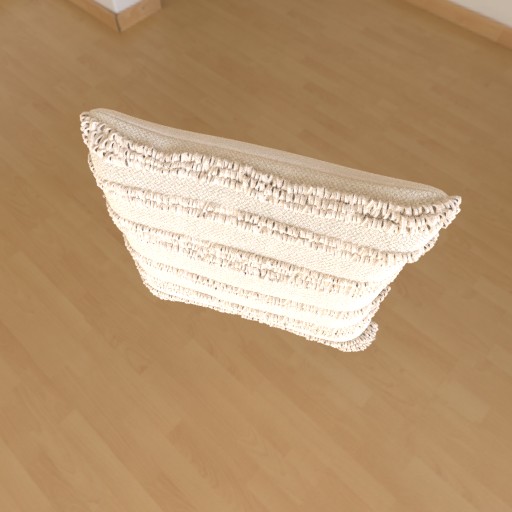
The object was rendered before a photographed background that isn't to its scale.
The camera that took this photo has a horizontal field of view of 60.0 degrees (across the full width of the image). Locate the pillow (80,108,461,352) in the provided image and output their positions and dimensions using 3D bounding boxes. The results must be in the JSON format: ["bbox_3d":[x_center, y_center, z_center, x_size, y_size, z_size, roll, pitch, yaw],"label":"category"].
[{"bbox_3d":[0.000,0.000,0.652,0.437,0.427,0.145,15,61,9],"label":"pillow"}]
